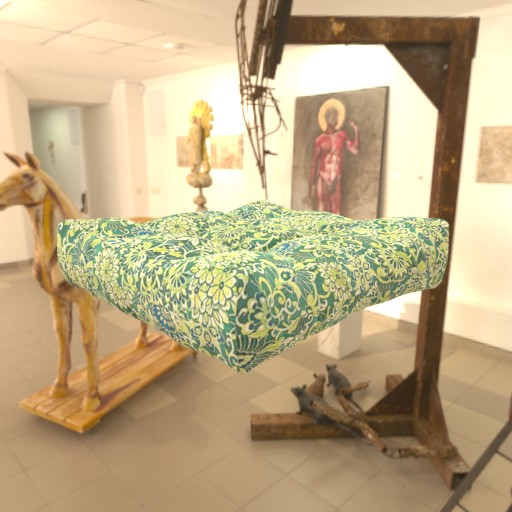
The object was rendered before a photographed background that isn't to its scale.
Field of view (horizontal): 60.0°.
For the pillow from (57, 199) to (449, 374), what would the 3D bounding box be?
[{"bbox_3d":[0.000,0.000,0.739,0.490,0.128,0.468,-13,19,-43],"label":"pillow"}]
